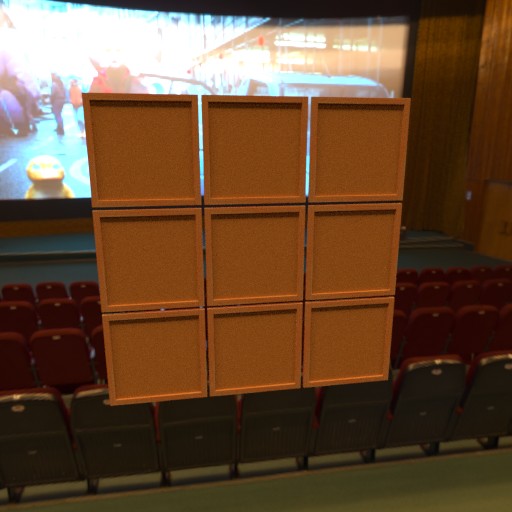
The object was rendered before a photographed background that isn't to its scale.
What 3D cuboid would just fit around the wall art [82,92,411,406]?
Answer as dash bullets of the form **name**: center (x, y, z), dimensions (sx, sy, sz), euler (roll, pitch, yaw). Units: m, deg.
- **wall art**: center (0.000, 0.000, 1.331), dimensions (0.911, 0.910, 0.012), euler (-2, 15, -9)
